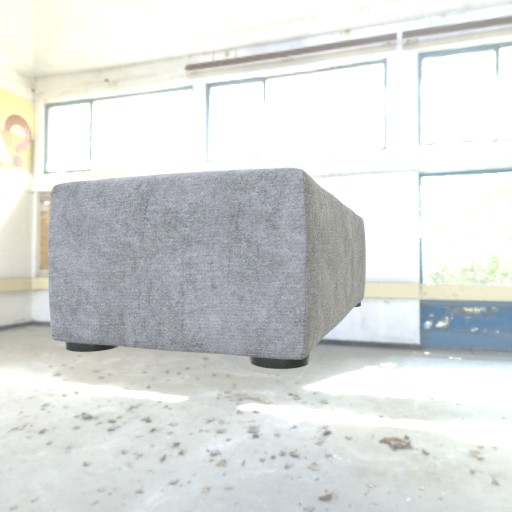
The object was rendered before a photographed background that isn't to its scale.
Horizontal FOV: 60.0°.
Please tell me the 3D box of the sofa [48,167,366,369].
[{"bbox_3d":[0.000,0.000,1.139,0.480,0.330,0.930,0,0,19],"label":"sofa"}]
